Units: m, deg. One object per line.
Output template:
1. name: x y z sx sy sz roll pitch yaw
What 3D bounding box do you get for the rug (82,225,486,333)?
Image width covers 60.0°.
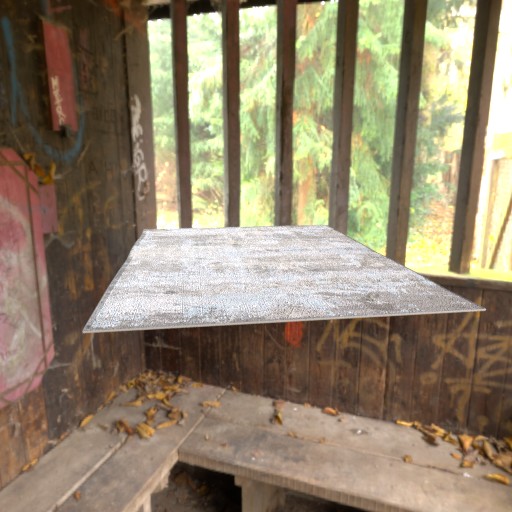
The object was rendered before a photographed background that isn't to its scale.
1. rug: 0.000 0.000 4.149 2.393 0.013 3.307 -2 13 -8
